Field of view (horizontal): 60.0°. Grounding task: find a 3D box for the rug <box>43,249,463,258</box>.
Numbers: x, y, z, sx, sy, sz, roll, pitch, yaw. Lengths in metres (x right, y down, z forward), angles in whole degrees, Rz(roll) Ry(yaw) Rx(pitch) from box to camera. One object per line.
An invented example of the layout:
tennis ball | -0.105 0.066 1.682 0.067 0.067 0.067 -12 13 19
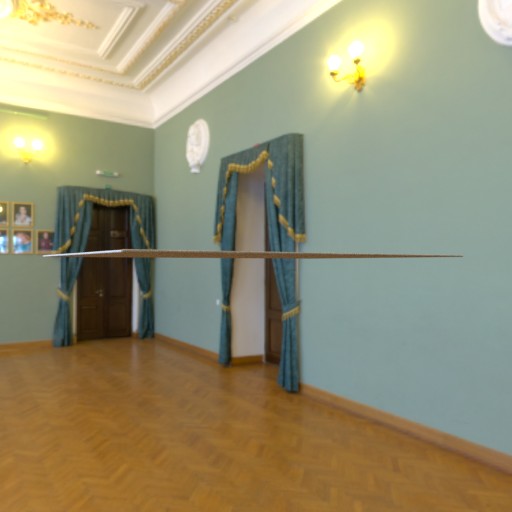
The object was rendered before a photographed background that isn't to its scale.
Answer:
rug | 0.000 0.000 2.325 1.839 0.009 1.236 1 -1 -35
